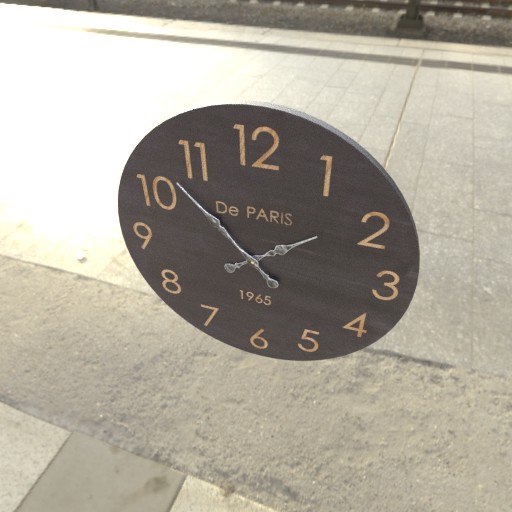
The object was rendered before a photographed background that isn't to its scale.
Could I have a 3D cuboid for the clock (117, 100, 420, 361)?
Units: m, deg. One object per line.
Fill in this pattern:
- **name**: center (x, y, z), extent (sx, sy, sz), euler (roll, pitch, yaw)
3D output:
- **clock**: center (0.000, 0.000, 0.859), extent (0.595, 0.595, 0.029), euler (12, 41, 14)
